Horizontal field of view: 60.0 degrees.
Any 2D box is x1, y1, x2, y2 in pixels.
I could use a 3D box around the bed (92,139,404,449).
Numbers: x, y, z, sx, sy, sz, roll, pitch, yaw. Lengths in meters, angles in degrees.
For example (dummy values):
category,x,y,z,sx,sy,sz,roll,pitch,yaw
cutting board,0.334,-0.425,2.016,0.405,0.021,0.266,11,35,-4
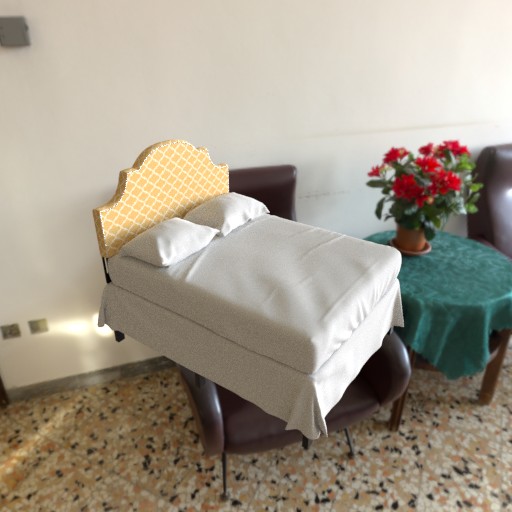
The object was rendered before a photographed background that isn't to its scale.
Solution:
category,x,y,z,sx,sy,sz,roll,pitch,yaw
bed,0.000,0.000,3.665,2.222,1.633,1.780,18,33,31
